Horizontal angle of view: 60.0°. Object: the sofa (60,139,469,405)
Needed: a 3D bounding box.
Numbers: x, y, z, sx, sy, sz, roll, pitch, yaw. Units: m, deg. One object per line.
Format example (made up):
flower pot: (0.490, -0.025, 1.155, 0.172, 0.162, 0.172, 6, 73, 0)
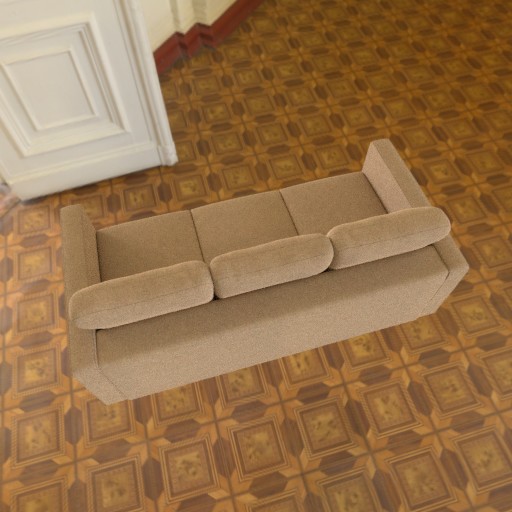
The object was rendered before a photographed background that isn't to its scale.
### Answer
sofa: (0.000, 0.000, 2.349, 1.855, 0.800, 0.930, -14, 59, -9)
